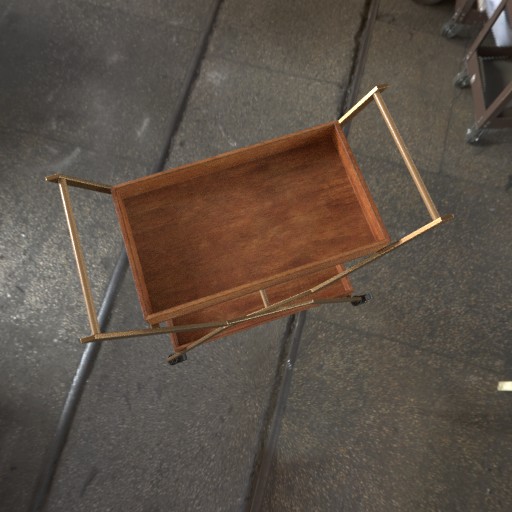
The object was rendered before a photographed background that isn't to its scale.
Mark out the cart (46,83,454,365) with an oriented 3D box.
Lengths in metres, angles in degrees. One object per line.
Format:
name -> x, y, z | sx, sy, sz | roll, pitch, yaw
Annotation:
cart -> 0.000, 0.000, 1.361 | 0.836, 0.869, 0.405 | -18, 74, -5
